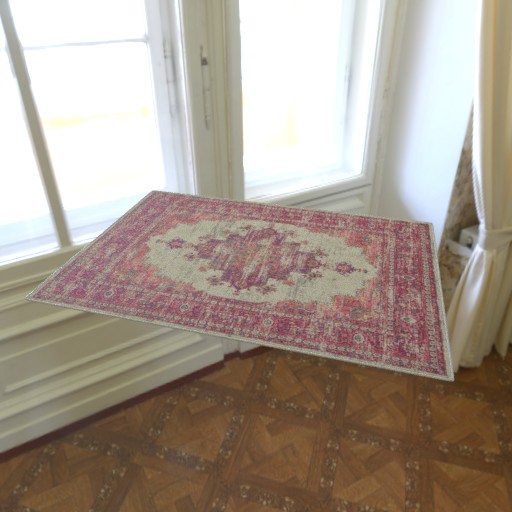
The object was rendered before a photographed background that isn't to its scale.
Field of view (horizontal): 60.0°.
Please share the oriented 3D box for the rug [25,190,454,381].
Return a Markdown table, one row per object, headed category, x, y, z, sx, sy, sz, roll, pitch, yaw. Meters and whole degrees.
| category | x | y | z | sx | sy | sz | roll | pitch | yaw |
| --- | --- | --- | --- | --- | --- | --- | --- | --- | --- |
| rug | 0.000 | 0.000 | 3.646 | 2.878 | 0.014 | 2.005 | 8 | 33 | 13 |
